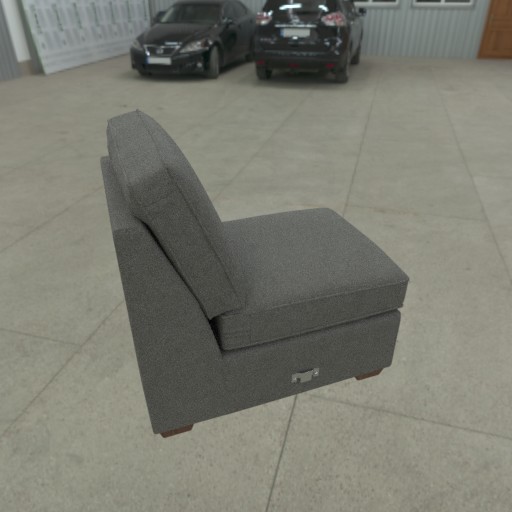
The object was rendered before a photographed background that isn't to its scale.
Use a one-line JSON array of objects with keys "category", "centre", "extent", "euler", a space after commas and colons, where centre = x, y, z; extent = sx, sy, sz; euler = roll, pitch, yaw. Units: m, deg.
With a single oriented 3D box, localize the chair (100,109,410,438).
[{"category": "chair", "centre": [0.000, 0.000, 1.595], "extent": [0.938, 0.970, 0.621], "euler": [-10, 32, -17]}]
